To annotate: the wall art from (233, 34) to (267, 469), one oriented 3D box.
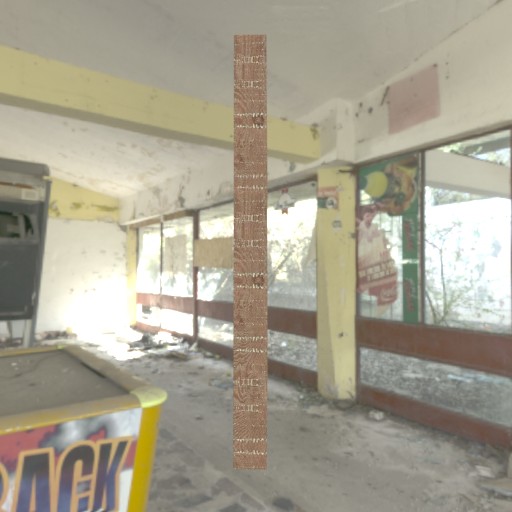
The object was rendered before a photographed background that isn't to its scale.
[{"bbox_3d":[0.000,0.000,0.806,0.040,0.531,0.531,0,-2,2],"label":"wall art"}]
